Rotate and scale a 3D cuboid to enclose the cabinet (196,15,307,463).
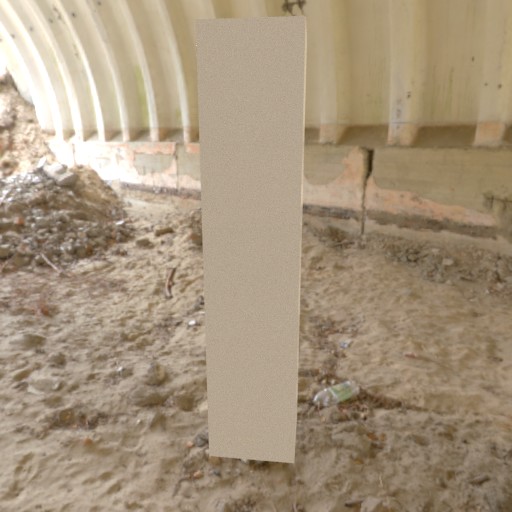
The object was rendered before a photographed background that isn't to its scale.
[{"bbox_3d":[0.000,0.000,1.502,0.300,1.400,0.270,2,15,7],"label":"cabinet"}]
